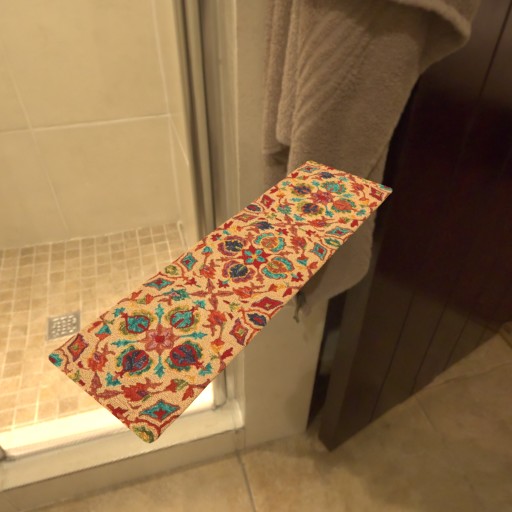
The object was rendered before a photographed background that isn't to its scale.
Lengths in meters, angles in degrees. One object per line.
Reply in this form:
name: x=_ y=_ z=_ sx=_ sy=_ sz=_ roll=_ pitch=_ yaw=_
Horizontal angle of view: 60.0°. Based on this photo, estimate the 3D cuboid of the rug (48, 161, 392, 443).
rug: x=0.000 y=0.000 z=2.546 sx=0.693 sy=0.016 sz=2.273 roll=26 pitch=47 yaw=27
